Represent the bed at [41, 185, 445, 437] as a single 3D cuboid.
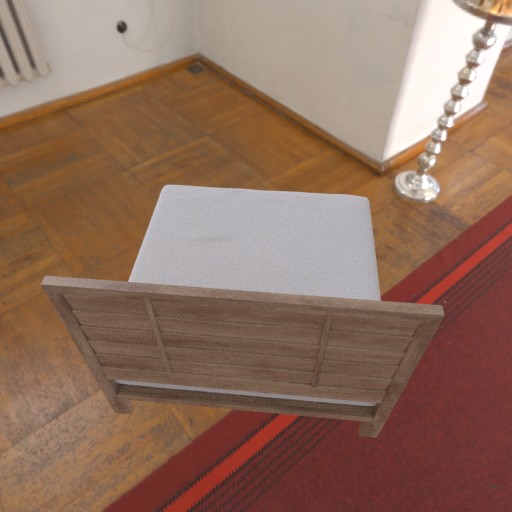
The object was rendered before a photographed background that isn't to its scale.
[{"bbox_3d":[0.000,0.000,3.496,2.032,1.626,2.062,4,48,4],"label":"bed"}]
